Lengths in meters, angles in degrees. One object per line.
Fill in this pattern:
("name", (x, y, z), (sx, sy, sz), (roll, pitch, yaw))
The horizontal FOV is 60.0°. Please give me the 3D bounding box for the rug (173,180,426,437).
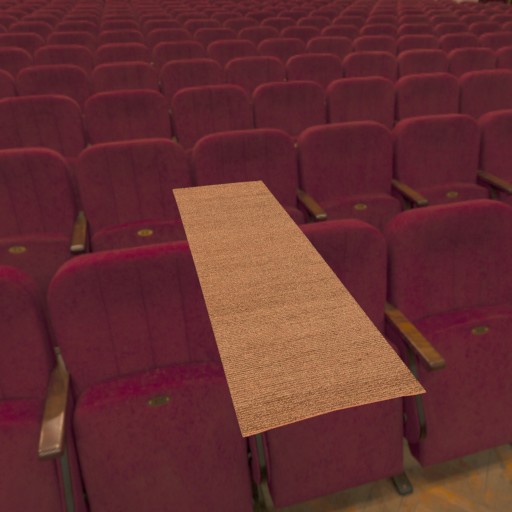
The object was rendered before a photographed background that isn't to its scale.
("rug", (0.000, 0.000, 2.628), (0.741, 0.014, 2.390), (-8, 31, -13))
